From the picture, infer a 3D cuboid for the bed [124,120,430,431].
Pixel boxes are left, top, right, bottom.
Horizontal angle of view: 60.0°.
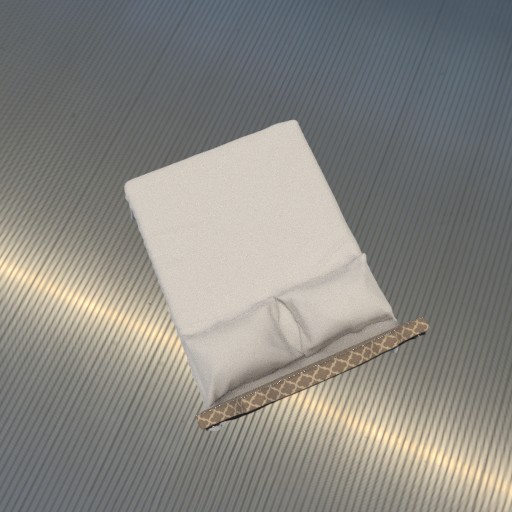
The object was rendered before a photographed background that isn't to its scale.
[{"bbox_3d":[0.000,0.000,3.400,1.780,1.633,2.222,-22,76,-6],"label":"bed"}]
